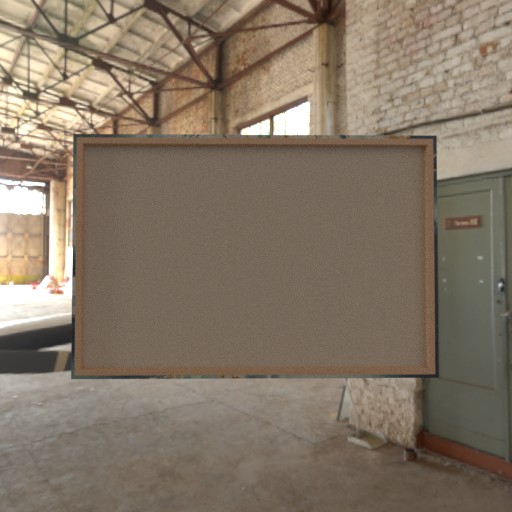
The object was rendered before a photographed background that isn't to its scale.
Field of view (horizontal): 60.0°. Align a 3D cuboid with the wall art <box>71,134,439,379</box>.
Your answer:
[{"bbox_3d":[0.000,0.000,1.397,1.138,0.759,0.035,0,-1,-1],"label":"wall art"}]
